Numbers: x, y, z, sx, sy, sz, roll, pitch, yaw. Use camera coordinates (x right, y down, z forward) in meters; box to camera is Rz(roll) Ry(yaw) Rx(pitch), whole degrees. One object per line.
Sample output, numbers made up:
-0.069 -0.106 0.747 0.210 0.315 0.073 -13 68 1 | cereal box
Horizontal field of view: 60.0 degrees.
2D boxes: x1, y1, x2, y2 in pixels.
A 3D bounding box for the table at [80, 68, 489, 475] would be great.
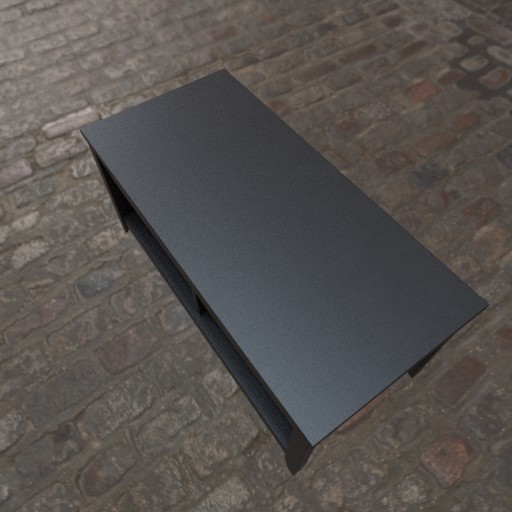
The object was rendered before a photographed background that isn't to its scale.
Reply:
0.000 0.000 1.273 0.483 0.457 1.016 -31 62 -19 | table
